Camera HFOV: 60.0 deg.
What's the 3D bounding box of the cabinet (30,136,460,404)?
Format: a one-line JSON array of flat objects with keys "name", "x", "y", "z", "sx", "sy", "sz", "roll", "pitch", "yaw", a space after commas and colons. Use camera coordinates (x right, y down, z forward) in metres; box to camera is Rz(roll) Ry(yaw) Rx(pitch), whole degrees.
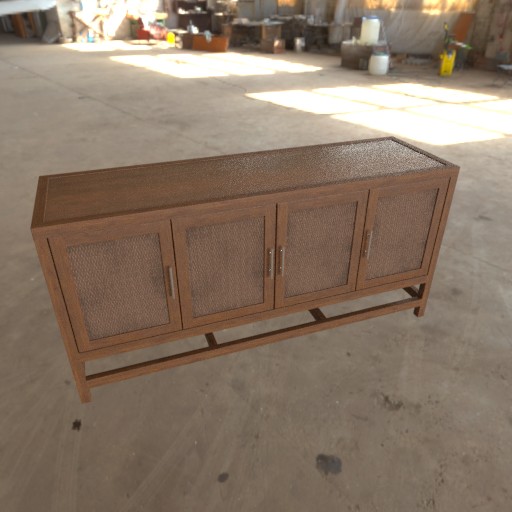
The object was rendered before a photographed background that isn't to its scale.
[{"name": "cabinet", "x": 0.000, "y": 0.000, "z": 2.070, "sx": 1.708, "sy": 0.820, "sz": 0.522, "roll": -11, "pitch": 33, "yaw": -17}]
